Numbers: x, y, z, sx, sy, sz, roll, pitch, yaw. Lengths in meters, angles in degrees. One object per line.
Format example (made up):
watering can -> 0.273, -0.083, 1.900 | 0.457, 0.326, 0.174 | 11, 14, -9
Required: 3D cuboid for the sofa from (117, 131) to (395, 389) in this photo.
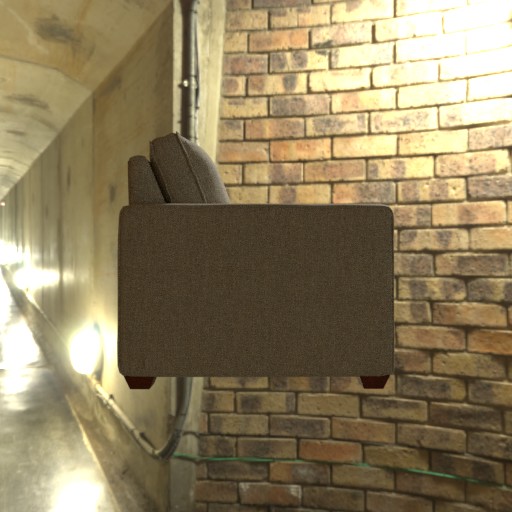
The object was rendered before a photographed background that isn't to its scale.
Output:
sofa -> 0.000, 0.000, 2.295 | 0.945, 0.915, 1.706 | 0, -1, 0
